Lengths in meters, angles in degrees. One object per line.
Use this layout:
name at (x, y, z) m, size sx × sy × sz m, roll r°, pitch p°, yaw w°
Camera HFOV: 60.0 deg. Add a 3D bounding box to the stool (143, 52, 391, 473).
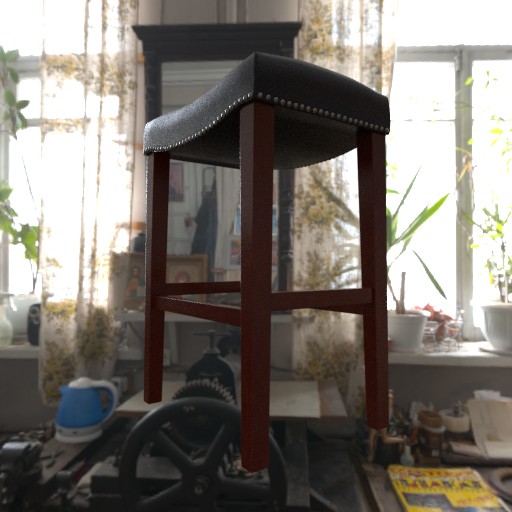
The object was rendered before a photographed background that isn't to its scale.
stool at (0.000, 0.000, 1.049) m, size 0.372 × 0.742 × 0.504 m, roll 1°, pitch -1°, yaw -36°
